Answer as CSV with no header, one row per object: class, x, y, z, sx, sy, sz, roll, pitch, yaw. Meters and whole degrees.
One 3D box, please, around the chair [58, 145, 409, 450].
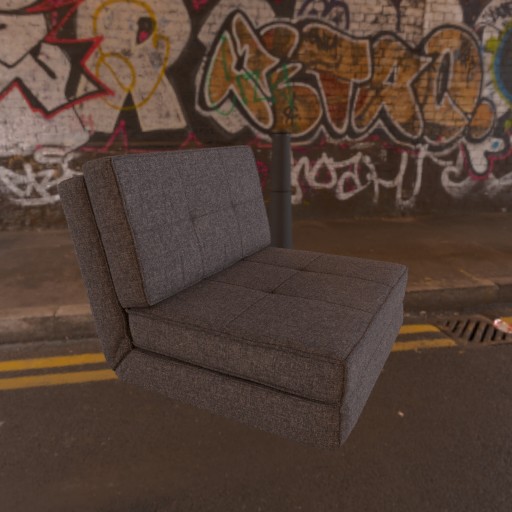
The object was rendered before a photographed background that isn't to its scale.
chair,0.000,0.000,1.333,0.800,0.615,0.740,8,18,27
